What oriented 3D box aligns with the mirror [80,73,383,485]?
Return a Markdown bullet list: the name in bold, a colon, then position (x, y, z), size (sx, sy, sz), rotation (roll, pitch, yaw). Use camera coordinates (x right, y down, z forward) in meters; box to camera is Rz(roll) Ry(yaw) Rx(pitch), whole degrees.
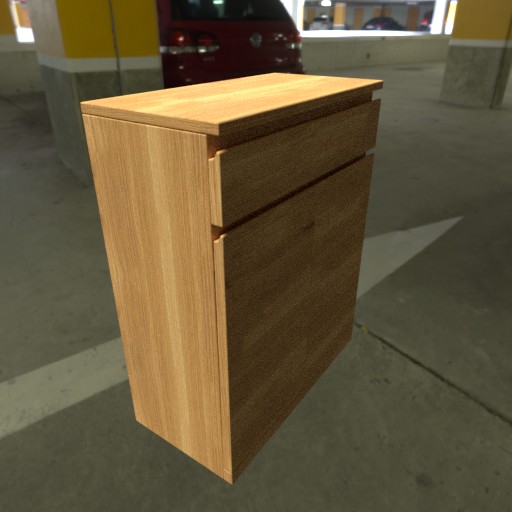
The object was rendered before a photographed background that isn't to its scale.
- **mirror**: position (0.000, 0.000, 1.411), size (0.400, 1.000, 0.800), rotation (18, 33, 31)
